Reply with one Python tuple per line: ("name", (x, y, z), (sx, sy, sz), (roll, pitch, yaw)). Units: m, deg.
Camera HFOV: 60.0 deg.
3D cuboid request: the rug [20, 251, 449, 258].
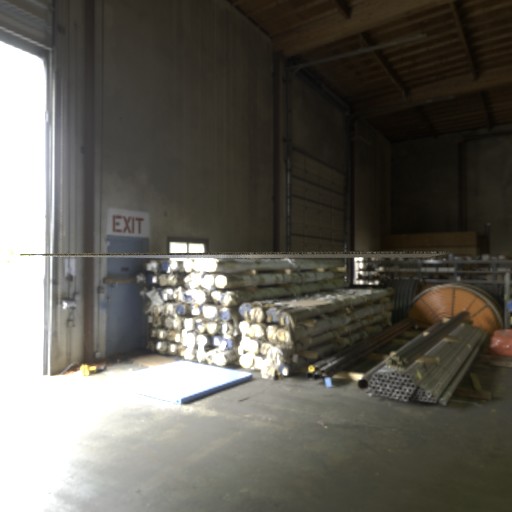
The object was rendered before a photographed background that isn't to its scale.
("rug", (0.000, 0.000, 3.909), (2.932, 0.015, 2.315), (0, -1, 18))
